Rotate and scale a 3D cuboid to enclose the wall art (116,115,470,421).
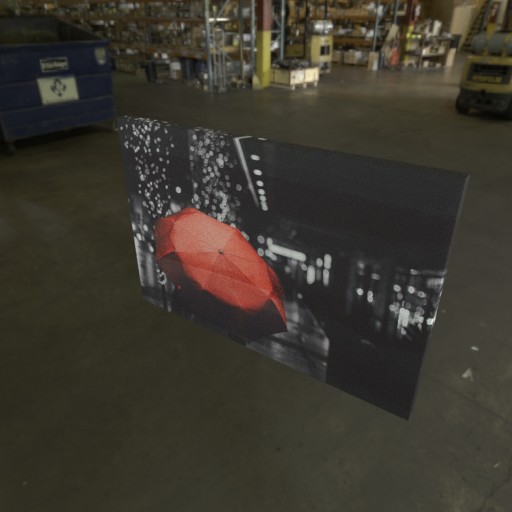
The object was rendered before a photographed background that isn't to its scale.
[{"bbox_3d":[0.000,0.000,1.160,0.914,0.609,0.038,18,34,30],"label":"wall art"}]
